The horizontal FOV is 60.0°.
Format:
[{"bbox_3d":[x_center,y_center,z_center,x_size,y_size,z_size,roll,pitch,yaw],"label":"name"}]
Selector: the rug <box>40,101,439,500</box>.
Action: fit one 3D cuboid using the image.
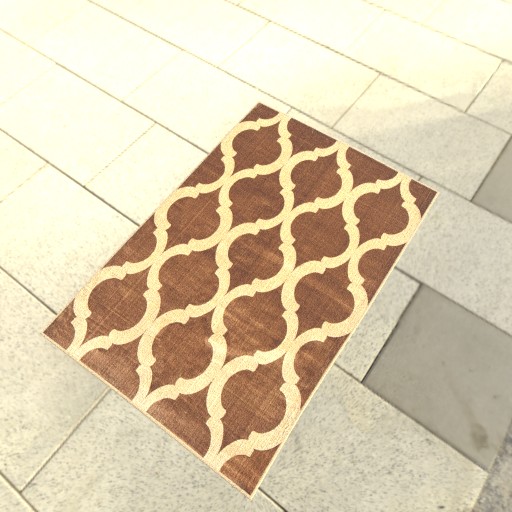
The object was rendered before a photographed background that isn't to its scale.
[{"bbox_3d":[0.000,0.000,2.839,1.526,0.014,2.290,32,67,15],"label":"rug"}]
